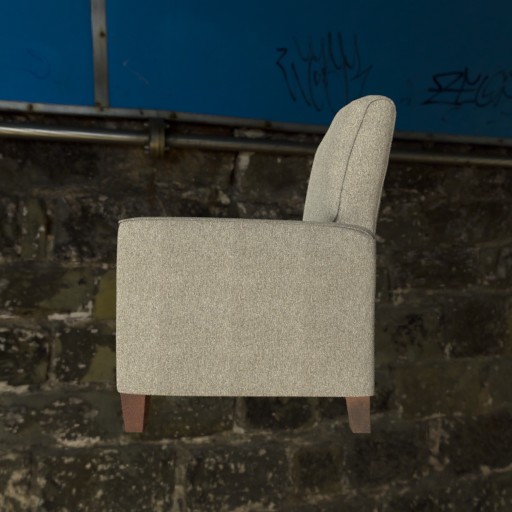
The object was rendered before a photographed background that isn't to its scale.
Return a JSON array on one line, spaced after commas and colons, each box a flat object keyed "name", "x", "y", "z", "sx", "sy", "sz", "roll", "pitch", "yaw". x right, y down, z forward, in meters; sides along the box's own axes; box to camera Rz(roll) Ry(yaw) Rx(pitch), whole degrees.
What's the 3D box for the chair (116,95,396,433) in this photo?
[{"name": "chair", "x": 0.000, "y": 0.000, "z": 1.666, "sx": 0.858, "sy": 1.028, "sz": 0.841, "roll": 0, "pitch": 1, "yaw": 1}]
